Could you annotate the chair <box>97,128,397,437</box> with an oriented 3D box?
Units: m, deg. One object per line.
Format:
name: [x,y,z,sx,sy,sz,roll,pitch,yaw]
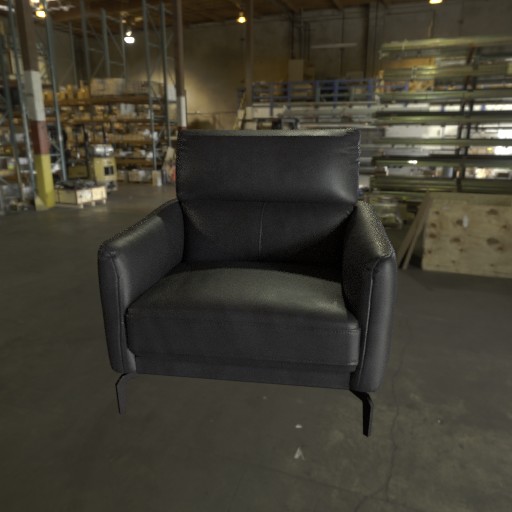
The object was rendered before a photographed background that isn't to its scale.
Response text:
chair: [0.000,0.000,1.696,0.976,0.949,0.809,2,15,8]
